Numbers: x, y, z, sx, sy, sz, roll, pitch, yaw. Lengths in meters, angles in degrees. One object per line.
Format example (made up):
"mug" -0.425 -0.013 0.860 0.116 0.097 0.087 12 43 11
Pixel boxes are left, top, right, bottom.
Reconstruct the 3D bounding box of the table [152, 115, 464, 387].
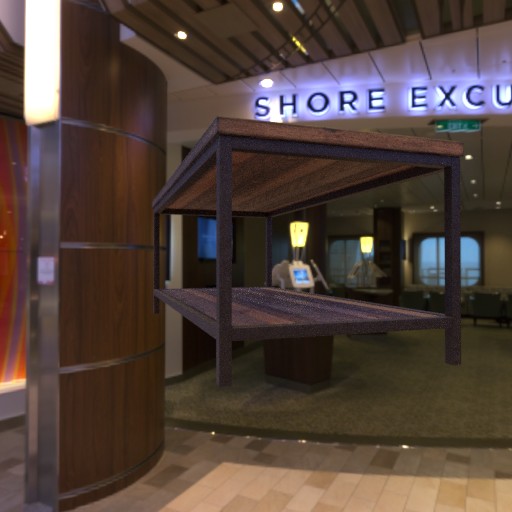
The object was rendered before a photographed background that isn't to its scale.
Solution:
"table" 0.000 0.000 1.188 0.452 0.399 0.990 0 -1 -19
